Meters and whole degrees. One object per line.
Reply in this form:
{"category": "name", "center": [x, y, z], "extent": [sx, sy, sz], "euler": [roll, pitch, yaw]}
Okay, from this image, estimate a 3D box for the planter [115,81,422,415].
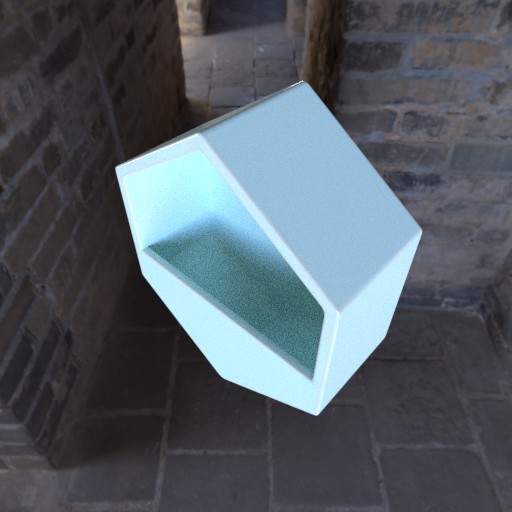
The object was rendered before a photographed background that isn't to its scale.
{"category": "planter", "center": [0.000, 0.000, 0.288], "extent": [0.169, 0.207, 0.078], "euler": [33, 53, 29]}
